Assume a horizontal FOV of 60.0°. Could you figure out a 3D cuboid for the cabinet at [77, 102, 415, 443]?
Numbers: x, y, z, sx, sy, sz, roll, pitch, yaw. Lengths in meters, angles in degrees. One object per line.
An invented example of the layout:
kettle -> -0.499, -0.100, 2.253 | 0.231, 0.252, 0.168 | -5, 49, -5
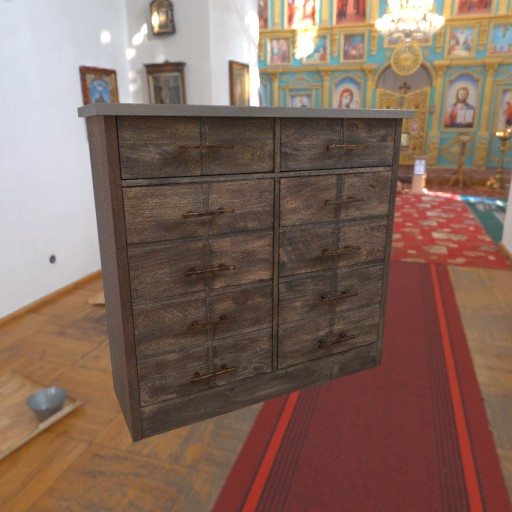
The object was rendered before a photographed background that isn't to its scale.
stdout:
cabinet -> 0.000, 0.000, 1.456 | 0.968, 0.919, 0.338 | -8, 18, -26
